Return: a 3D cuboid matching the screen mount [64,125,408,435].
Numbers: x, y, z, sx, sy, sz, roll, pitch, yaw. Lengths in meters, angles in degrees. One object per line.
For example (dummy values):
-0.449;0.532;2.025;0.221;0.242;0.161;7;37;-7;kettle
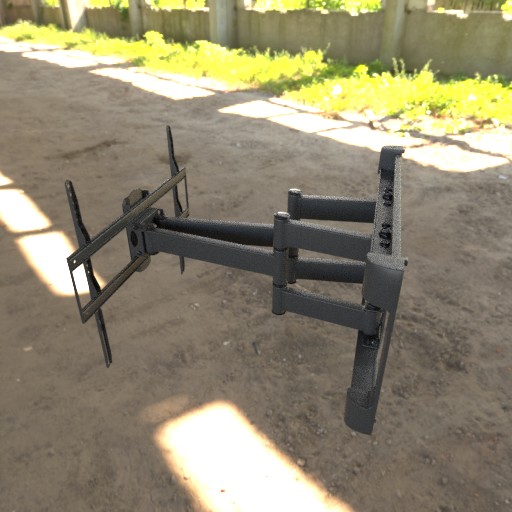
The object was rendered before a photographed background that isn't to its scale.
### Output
0.000;0.000;0.944;0.556;0.424;0.571;8;31;14;screen mount
